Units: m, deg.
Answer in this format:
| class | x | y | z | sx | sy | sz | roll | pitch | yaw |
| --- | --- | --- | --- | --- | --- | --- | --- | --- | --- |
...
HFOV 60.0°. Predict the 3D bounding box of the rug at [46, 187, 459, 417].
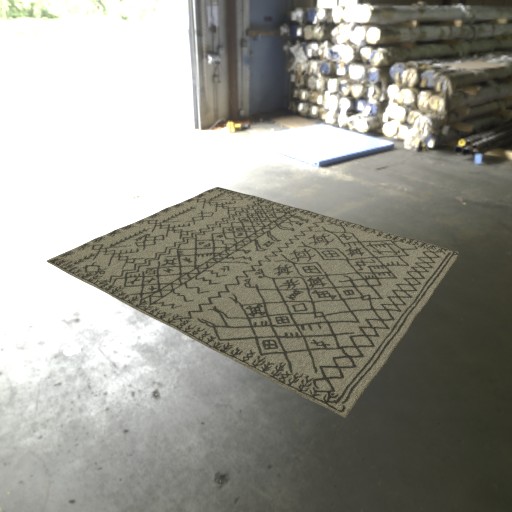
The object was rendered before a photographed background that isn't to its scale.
| class | x | y | z | sx | sy | sz | roll | pitch | yaw |
| --- | --- | --- | --- | --- | --- | --- | --- | --- | --- |
| rug | 0.000 | 0.000 | 3.331 | 2.455 | 0.025 | 1.964 | 20 | 35 | 31 |
